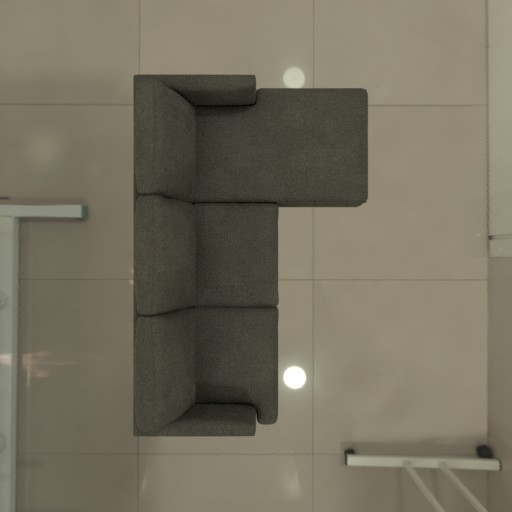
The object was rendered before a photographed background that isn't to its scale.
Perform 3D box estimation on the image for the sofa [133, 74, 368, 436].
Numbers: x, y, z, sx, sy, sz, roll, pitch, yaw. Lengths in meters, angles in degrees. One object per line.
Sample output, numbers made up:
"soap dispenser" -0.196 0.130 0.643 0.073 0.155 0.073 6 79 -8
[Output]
"sofa" 0.000 0.000 2.922 1.504 0.956 2.233 0 90 0
